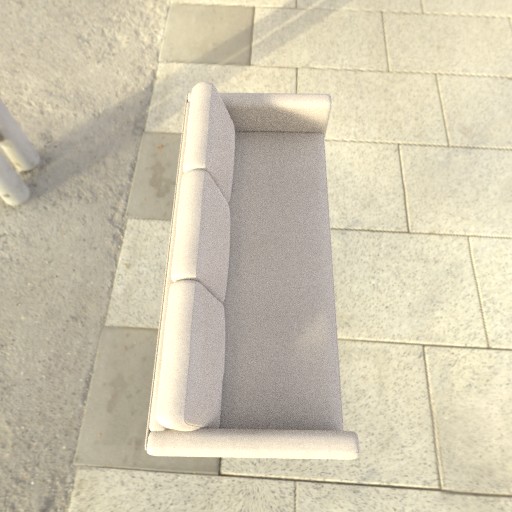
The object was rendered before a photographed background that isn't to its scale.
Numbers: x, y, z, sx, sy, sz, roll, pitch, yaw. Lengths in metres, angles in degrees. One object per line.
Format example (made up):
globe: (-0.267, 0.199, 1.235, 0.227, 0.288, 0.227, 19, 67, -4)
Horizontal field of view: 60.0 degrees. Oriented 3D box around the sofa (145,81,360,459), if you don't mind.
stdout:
sofa: (0.000, 0.000, 2.652, 0.959, 0.838, 2.210, 1, 63, 0)
